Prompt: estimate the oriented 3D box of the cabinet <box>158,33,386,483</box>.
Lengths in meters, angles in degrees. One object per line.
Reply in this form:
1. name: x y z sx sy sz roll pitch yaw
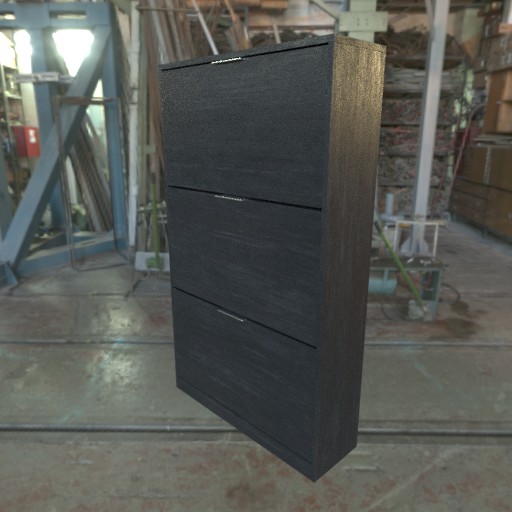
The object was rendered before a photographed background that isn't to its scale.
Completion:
1. cabinet: 0.000 0.000 1.543 0.250 1.280 0.750 -15 22 -42
